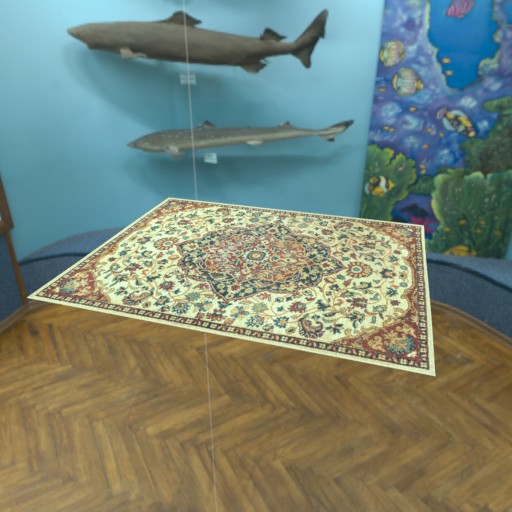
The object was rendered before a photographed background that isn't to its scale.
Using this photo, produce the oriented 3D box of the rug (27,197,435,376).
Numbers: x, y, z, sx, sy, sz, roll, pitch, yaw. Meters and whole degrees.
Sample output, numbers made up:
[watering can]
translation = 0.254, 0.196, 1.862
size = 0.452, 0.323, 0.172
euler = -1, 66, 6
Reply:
[rug]
translation = 0.000, 0.000, 4.173
size = 3.067, 0.005, 2.454
euler = 8, 28, 15
